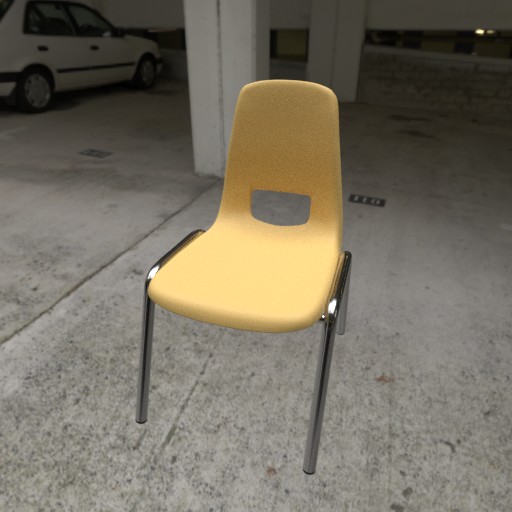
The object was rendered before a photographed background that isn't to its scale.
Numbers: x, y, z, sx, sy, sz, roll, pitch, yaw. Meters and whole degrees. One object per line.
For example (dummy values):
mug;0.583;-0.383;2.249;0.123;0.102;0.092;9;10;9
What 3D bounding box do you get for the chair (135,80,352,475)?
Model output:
chair;0.000;0.000;0.843;0.354;0.586;0.423;9;29;17
